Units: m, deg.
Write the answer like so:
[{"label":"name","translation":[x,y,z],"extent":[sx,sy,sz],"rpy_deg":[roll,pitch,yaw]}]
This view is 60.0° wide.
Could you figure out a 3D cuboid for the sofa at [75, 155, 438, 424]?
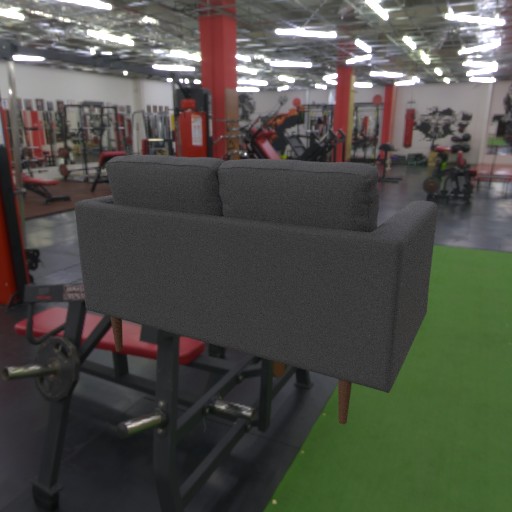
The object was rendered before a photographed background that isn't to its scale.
[{"label":"sofa","translation":[0.000,0.000,2.026],"extent":[1.430,0.908,0.796],"rpy_deg":[9,18,28]}]
